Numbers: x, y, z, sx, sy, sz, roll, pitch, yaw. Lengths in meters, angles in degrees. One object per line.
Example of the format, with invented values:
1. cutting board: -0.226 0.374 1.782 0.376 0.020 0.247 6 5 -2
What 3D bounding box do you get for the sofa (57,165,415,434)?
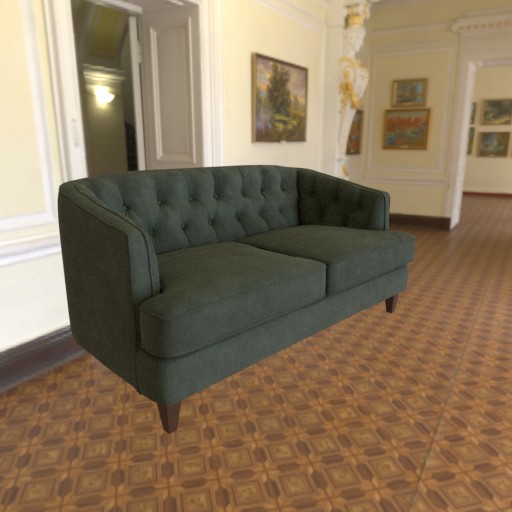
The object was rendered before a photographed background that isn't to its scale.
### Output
1. sofa: 0.000 0.000 2.248 0.941 0.855 1.733 14 20 43
